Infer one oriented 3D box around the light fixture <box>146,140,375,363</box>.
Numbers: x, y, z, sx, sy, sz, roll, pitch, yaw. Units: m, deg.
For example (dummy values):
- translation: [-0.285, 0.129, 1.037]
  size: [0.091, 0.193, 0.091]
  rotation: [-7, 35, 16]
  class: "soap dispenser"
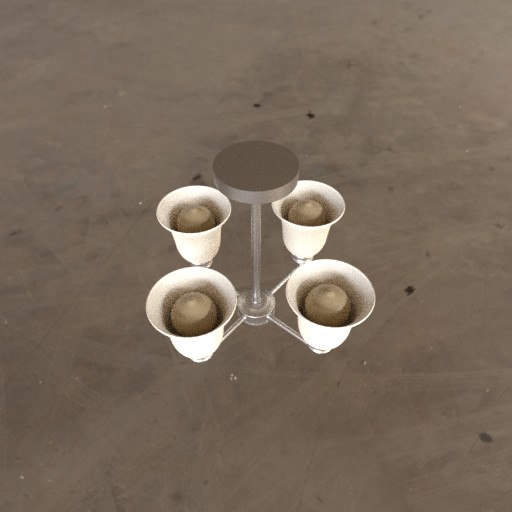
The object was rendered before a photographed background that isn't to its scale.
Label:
- translation: [0.000, 0.000, 0.749]
  size: [0.427, 0.370, 0.427]
  rotation: [32, 54, 26]
  class: "light fixture"
